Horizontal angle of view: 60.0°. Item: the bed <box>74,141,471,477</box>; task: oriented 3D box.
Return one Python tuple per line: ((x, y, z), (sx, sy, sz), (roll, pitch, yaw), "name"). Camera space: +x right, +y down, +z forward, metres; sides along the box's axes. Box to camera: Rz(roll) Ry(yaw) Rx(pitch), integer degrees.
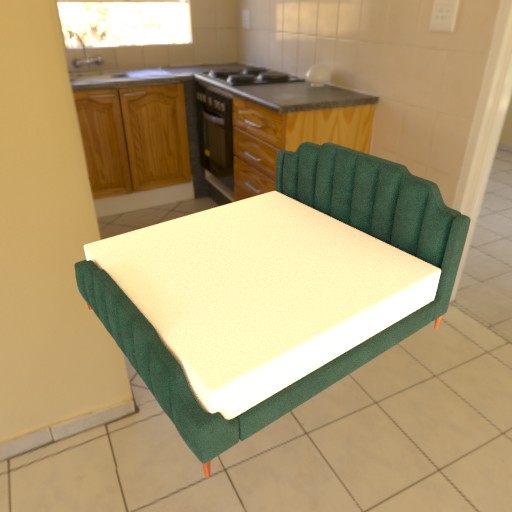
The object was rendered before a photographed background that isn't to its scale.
((0.000, 0.000, 3.493), (2.340, 1.245, 2.074), (-20, 36, -31), "bed")
